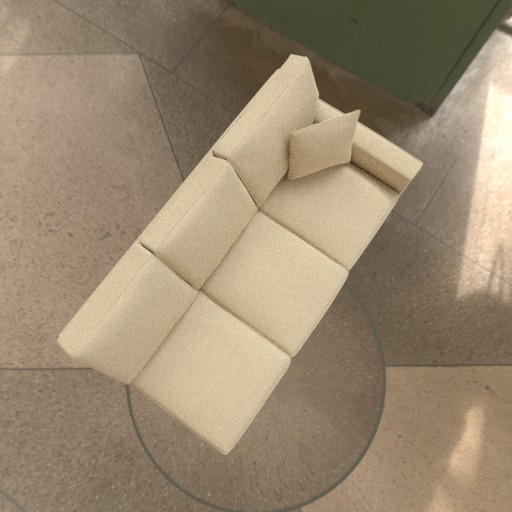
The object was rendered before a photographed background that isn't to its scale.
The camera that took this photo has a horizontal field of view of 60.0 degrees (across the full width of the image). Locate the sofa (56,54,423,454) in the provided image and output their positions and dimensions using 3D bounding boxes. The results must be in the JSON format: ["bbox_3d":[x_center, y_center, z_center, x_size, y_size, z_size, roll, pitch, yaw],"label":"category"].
[{"bbox_3d":[0.000,0.000,2.578,1.034,0.946,1.963,35,78,8],"label":"sofa"}]
